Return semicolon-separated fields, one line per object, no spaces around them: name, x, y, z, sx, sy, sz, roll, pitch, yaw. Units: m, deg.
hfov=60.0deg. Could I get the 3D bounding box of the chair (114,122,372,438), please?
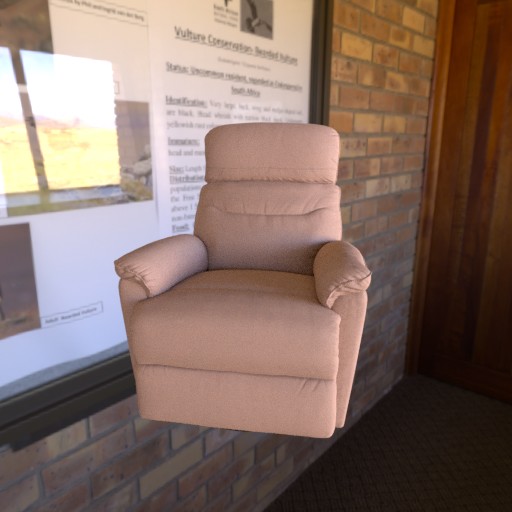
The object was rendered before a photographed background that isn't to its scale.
chair;0.000;0.000;1.742;0.820;1.037;1.004;2;15;9
